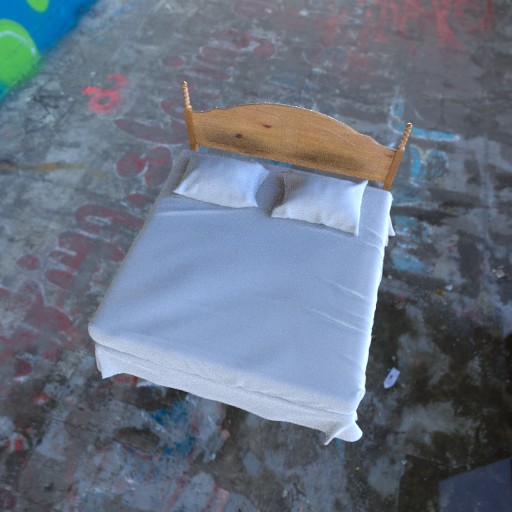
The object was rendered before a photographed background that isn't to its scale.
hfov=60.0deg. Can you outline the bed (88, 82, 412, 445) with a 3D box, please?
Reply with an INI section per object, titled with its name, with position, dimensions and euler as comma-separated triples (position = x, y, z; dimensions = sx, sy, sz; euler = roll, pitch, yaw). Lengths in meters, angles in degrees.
[bed]
position = 0.000, 0.000, 3.558
dimensions = 2.322, 1.355, 2.219
euler = 14, 58, 9
